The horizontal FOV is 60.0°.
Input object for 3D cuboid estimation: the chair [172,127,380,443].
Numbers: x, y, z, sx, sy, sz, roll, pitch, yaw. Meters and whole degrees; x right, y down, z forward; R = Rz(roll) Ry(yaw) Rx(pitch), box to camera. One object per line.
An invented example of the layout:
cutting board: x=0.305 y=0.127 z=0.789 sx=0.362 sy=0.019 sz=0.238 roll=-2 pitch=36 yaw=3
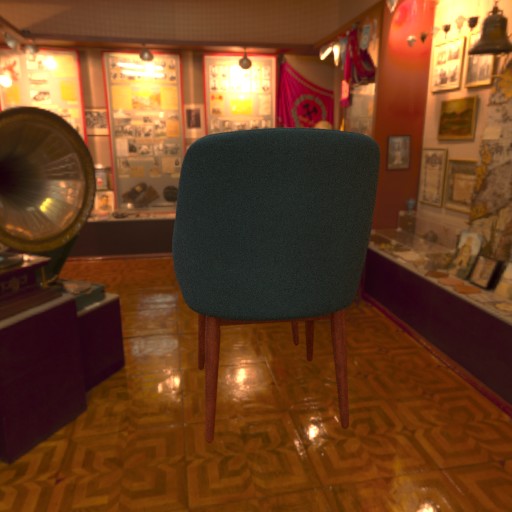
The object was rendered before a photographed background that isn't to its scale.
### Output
chair: x=0.000 y=0.000 z=1.611 sx=0.584 sy=0.866 sz=1.114 roll=-2 pitch=15 yaw=-9
